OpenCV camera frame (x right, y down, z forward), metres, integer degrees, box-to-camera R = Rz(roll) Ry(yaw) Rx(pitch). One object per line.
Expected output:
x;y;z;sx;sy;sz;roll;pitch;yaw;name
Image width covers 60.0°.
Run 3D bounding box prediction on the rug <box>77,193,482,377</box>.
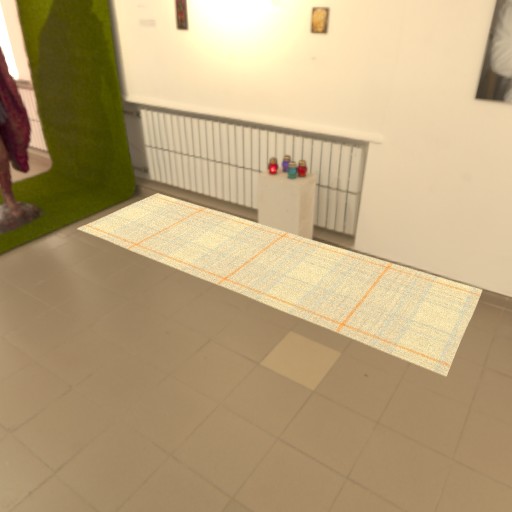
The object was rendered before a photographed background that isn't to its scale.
0.000;0.000;2.715;2.442;0.016;0.770;19;35;29;rug
